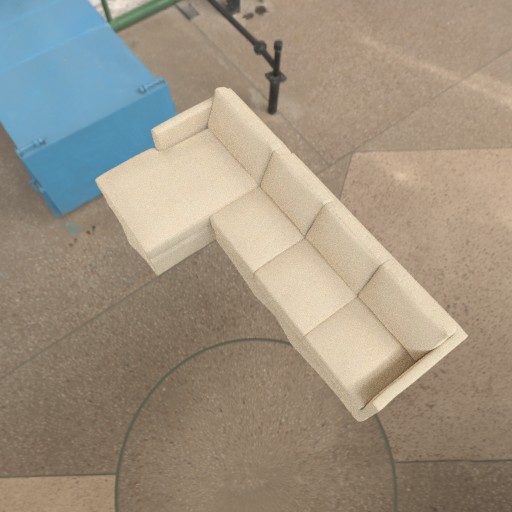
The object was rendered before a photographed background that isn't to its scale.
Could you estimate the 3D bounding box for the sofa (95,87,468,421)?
[{"bbox_3d":[0.000,0.000,3.928,1.650,0.922,3.205,-33,68,-15],"label":"sofa"}]
